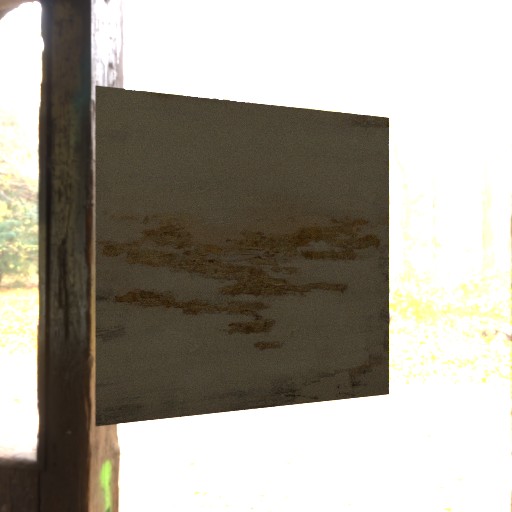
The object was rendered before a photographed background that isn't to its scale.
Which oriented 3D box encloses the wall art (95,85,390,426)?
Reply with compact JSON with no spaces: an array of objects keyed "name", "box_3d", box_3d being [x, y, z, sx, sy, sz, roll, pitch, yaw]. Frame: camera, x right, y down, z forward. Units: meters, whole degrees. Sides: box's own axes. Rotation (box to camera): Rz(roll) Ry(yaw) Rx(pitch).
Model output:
[{"name":"wall art","box_3d":[0.000,0.000,1.491,1.015,1.018,0.040,0,0,-17]}]
